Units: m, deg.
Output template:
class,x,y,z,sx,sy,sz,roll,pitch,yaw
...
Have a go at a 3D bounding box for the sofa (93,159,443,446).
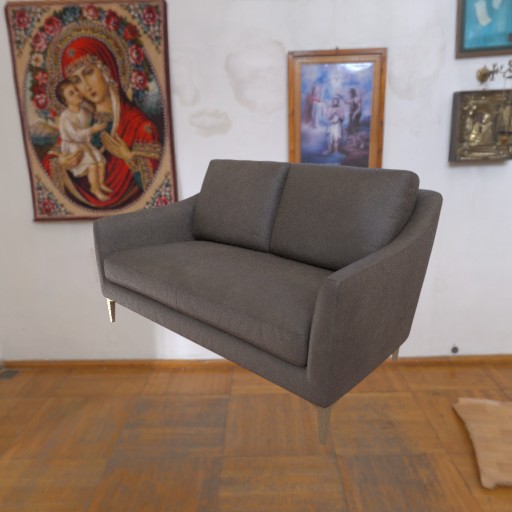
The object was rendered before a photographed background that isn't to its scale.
class,x,y,z,sx,sy,sz,roll,pitch,yaw
sofa,0.000,0.000,2.209,0.960,0.902,1.619,-14,20,-43
